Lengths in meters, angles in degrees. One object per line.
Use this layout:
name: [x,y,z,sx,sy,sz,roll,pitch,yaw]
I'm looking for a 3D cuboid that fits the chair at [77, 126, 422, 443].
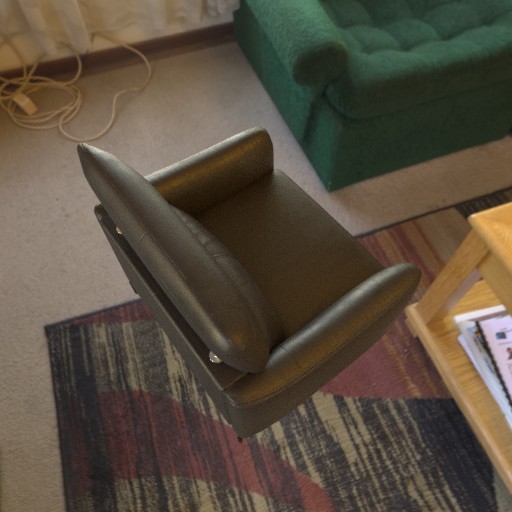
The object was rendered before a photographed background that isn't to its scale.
chair: [0.000,0.000,1.643,0.809,0.949,0.976,-33,64,-19]
